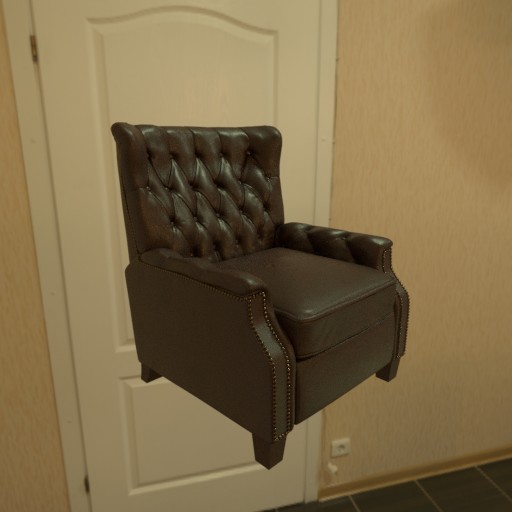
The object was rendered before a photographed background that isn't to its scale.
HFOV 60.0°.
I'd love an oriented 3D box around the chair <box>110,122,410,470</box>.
[{"bbox_3d":[0.000,0.000,1.491,0.709,0.864,0.823,-14,21,-43],"label":"chair"}]
